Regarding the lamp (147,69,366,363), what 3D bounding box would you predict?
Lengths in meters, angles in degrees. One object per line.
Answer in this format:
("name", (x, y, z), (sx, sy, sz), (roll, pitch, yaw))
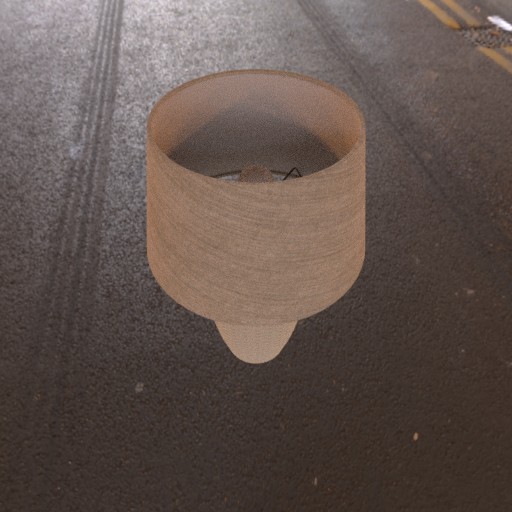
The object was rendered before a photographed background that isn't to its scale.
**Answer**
("lamp", (0.000, 0.000, 0.842), (0.390, 0.580, 0.390), (0, 47, 0))
